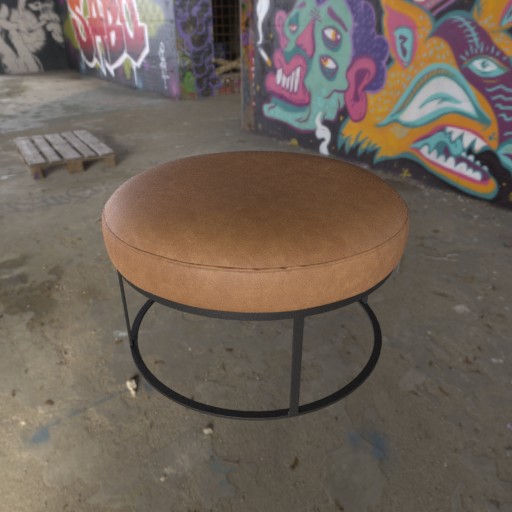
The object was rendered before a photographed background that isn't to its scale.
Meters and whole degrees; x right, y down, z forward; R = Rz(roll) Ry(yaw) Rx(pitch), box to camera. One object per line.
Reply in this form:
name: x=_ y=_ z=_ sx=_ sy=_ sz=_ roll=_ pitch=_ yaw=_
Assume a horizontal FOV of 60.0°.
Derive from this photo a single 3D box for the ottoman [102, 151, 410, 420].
ottoman: x=0.000 y=0.000 z=1.228 sx=0.771 sy=0.460 sz=0.771 roll=0 pitch=28 yaw=0
